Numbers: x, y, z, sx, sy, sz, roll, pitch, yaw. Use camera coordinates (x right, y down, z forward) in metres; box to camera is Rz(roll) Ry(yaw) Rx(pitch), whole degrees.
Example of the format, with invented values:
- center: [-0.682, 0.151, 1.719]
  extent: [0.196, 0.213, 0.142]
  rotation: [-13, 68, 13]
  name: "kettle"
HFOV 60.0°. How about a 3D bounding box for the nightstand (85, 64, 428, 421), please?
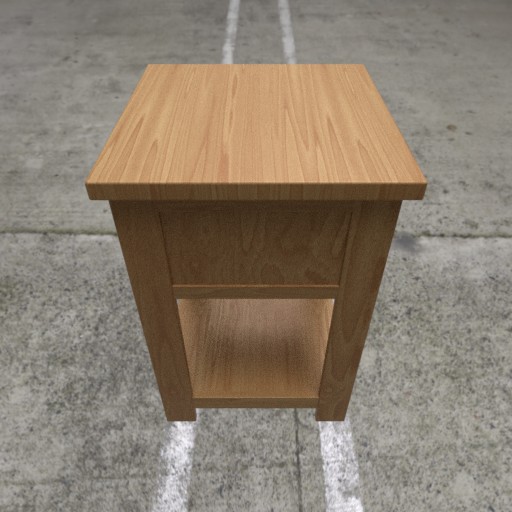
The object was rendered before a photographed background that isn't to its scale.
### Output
- center: [0.000, 0.000, 0.899]
  extent: [0.418, 0.614, 0.428]
  rotation: [0, 41, 0]
  name: "nightstand"
